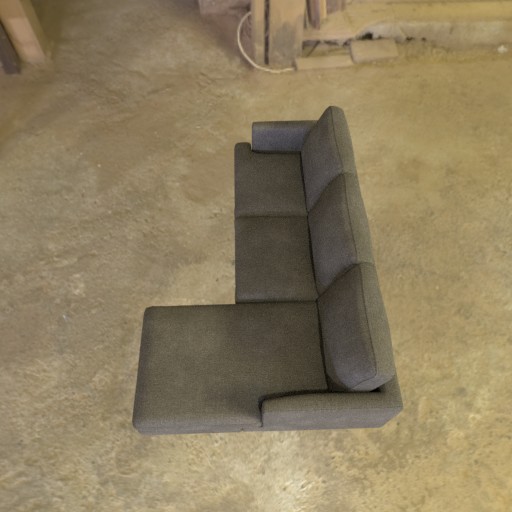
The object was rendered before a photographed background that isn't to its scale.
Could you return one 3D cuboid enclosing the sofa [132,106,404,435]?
[{"bbox_3d":[0.000,0.000,3.091,1.504,0.956,2.233,-2,59,-1],"label":"sofa"}]
